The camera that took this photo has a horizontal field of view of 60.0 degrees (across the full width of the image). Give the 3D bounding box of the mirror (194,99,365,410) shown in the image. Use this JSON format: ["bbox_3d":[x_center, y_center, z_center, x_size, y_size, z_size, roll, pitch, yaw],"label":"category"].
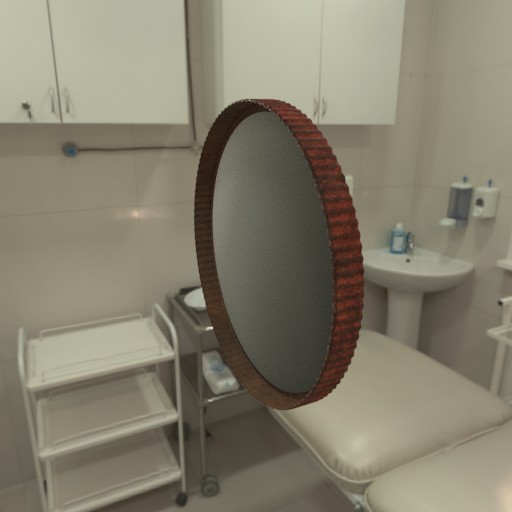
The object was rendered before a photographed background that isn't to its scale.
[{"bbox_3d":[0.000,0.000,0.911,0.056,0.609,0.609,-8,18,-26],"label":"mirror"}]
